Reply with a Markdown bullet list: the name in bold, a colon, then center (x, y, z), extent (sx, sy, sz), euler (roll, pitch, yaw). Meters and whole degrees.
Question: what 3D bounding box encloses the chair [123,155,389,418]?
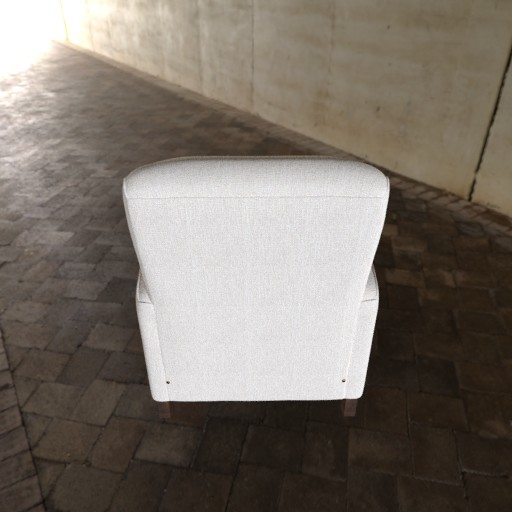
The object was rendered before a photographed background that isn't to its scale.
- **chair**: center (0.000, 0.000, 1.708), extent (0.841, 1.028, 0.858), euler (-1, 32, -1)
